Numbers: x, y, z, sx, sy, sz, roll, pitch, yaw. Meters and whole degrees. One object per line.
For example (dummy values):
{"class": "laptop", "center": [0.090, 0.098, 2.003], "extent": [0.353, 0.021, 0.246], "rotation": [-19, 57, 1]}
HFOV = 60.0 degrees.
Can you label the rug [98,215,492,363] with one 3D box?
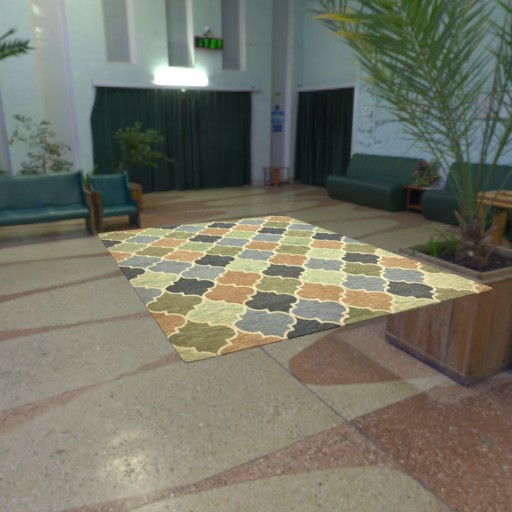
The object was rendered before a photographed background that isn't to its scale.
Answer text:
{"class": "rug", "center": [0.000, 0.000, 4.205], "extent": [2.439, 0.013, 3.200], "rotation": [-8, 18, -26]}
